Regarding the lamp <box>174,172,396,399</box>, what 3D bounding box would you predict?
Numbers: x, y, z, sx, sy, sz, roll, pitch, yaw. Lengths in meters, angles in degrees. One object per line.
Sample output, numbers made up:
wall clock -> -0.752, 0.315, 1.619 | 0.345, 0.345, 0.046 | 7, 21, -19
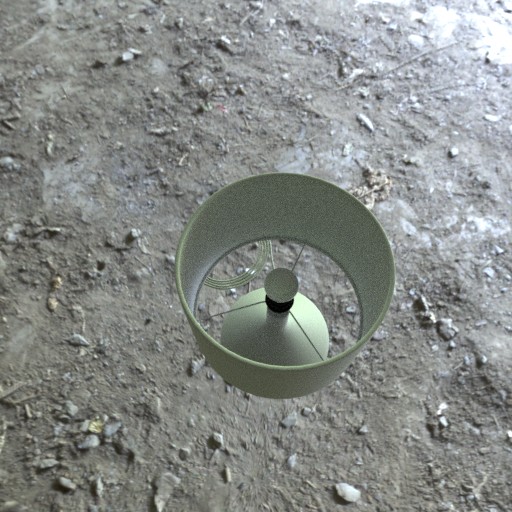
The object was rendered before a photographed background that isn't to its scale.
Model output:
lamp -> 0.000, 0.000, 0.871 | 0.401, 0.457, 0.546 | 4, 63, 2
